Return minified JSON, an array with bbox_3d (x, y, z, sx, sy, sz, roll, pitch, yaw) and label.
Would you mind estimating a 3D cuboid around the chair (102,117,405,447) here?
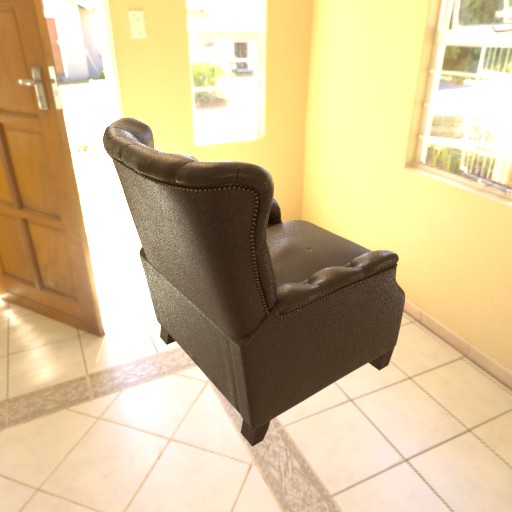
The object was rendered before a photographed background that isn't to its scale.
[{"bbox_3d":[0.000,0.000,1.489,0.823,0.864,0.709,-18,32,-31],"label":"chair"}]
